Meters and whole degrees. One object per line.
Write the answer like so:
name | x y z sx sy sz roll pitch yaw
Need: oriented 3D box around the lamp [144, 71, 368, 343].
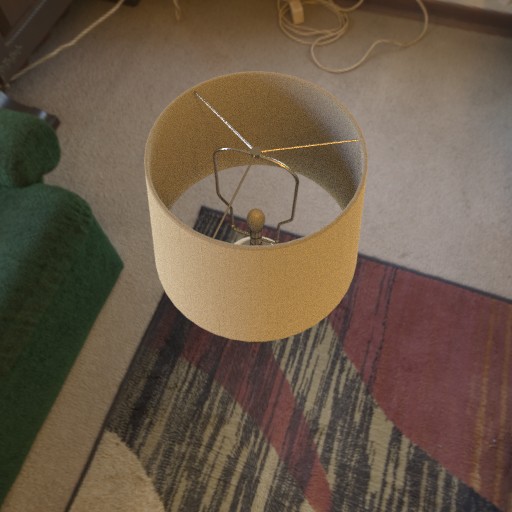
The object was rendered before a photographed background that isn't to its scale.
lamp | 0.000 0.000 0.666 0.285 0.483 0.285 0 64 0
